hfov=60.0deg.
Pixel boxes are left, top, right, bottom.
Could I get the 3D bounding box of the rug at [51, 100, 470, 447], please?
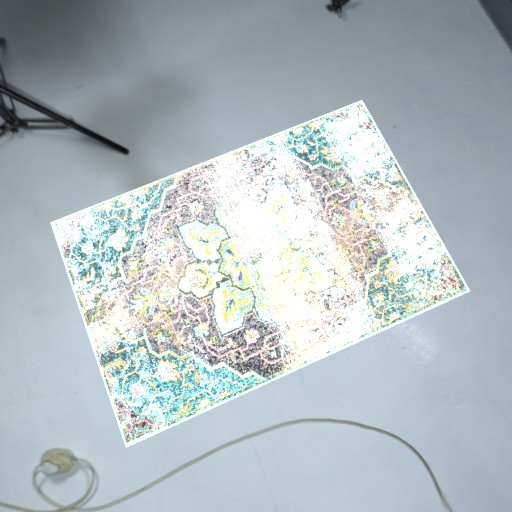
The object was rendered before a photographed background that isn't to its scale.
[{"bbox_3d":[0.000,0.000,2.908,2.363,0.004,1.566,-22,76,-6],"label":"rug"}]
